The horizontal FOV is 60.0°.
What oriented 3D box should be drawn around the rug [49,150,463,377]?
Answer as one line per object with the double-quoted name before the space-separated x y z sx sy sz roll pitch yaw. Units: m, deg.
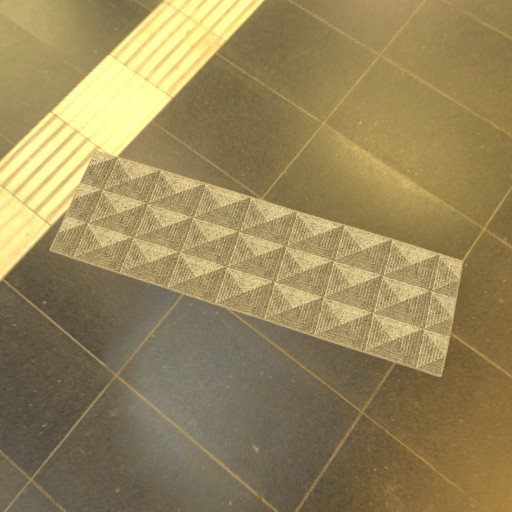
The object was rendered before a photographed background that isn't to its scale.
"rug" 0.000 0.000 2.414 2.182 0.015 0.645 17 75 5
